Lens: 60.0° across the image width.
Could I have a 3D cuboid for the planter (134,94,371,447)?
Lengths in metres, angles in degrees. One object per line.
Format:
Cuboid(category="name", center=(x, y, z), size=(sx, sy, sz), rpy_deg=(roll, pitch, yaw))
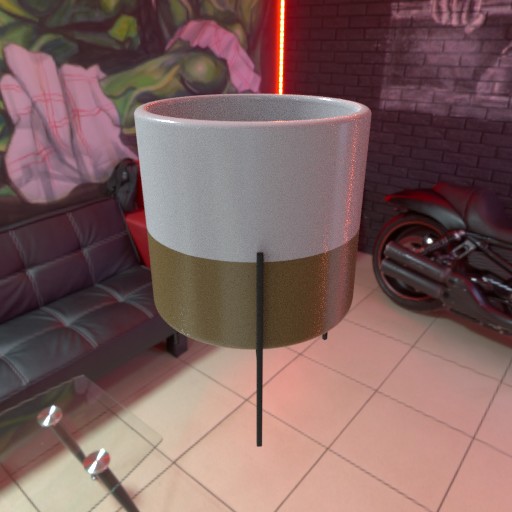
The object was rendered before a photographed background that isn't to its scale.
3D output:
Cuboid(category="planter", center=(0.000, 0.000, 0.665), size=(0.310, 0.432, 0.310), rpy_deg=(-8, 27, -16))
